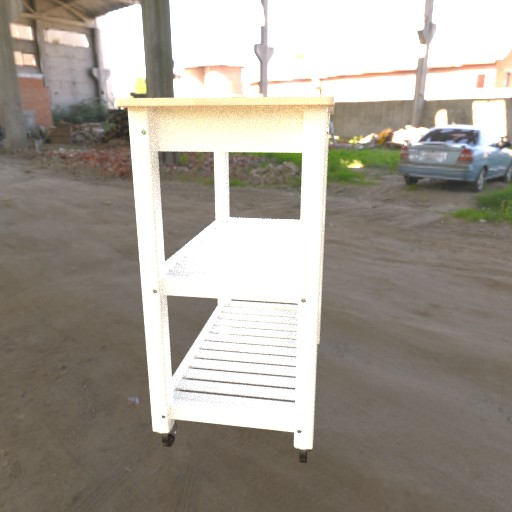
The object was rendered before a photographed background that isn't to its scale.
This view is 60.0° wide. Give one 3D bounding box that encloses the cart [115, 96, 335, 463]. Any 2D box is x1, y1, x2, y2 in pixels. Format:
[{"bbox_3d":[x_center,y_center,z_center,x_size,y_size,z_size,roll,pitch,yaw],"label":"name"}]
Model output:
[{"bbox_3d":[0.000,0.000,1.446,0.457,0.927,0.899,3,17,9],"label":"cart"}]
